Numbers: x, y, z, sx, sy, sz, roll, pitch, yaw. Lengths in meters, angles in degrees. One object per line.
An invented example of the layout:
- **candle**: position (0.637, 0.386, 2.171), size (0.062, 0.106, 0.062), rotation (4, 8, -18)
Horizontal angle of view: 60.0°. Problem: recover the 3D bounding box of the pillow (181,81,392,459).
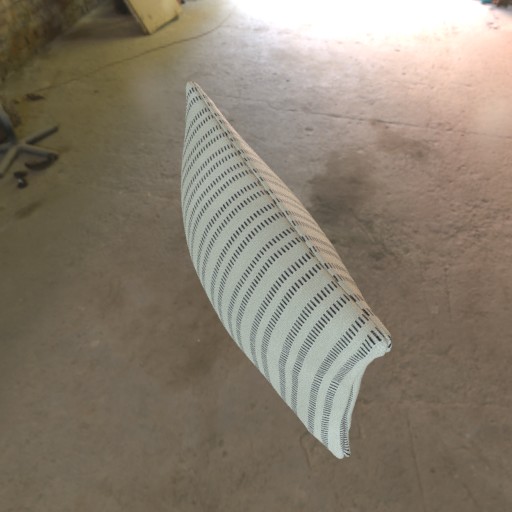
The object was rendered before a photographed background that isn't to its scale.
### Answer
- **pillow**: position (0.000, 0.000, 0.776), size (0.210, 0.353, 0.640), rotation (-19, 51, -16)
